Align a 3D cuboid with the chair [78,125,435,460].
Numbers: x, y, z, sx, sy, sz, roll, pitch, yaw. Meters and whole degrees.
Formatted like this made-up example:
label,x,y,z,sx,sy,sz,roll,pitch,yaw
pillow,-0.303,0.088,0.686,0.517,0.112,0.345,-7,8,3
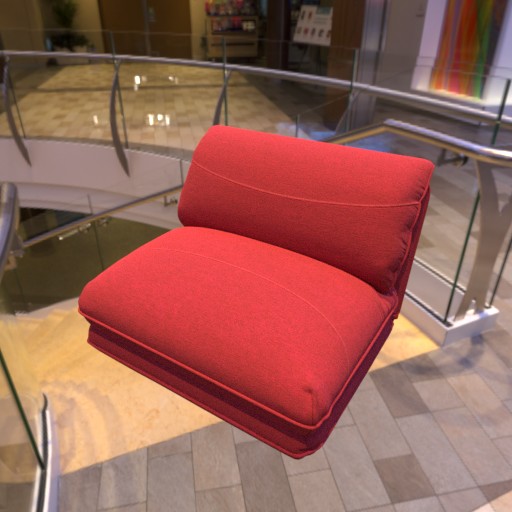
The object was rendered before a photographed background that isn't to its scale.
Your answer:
label,x,y,z,sx,sy,sz,roll,pitch,yaw
chair,0.000,0.000,1.345,0.820,0.580,0.780,18,35,28
